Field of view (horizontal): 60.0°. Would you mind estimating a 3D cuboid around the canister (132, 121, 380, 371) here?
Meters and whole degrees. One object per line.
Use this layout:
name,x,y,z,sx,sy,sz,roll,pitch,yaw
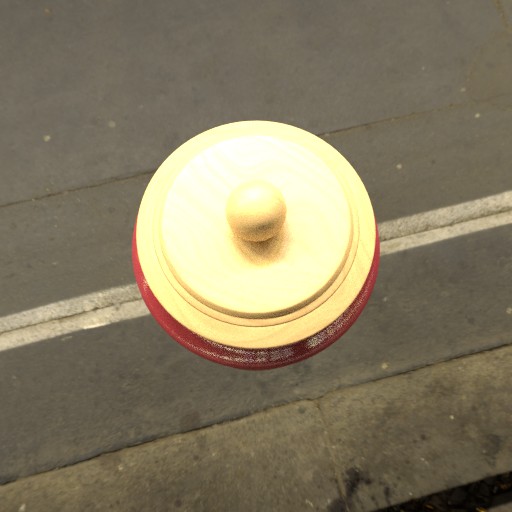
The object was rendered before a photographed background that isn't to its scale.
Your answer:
canister,0.000,0.000,0.260,0.130,0.176,0.130,0,75,0
